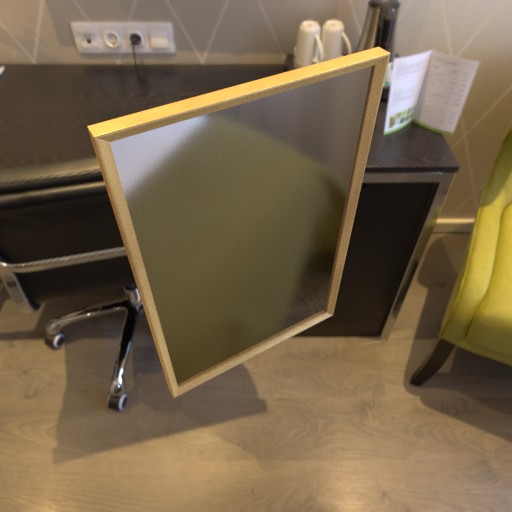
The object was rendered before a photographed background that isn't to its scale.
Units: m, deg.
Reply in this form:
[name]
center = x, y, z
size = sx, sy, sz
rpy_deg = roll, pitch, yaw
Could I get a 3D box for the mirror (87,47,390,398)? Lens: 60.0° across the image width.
[mirror]
center = 0.000, 0.000, 1.141
size = 0.609, 0.915, 0.041
rpy_deg = -23, 51, -20
